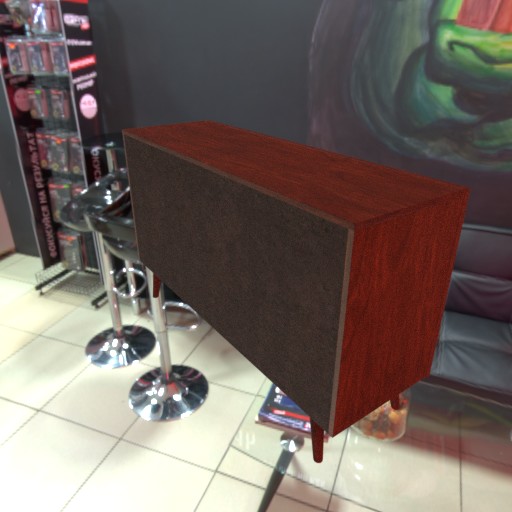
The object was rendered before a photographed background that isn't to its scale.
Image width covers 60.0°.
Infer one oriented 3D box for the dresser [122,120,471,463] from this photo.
[{"bbox_3d":[0.000,0.000,1.883,0.500,0.889,1.472,-18,31,-32],"label":"dresser"}]
